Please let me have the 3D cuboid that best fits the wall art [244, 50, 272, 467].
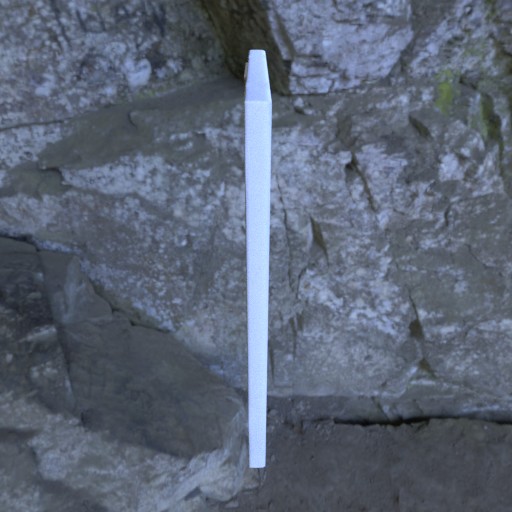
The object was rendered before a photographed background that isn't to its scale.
[{"bbox_3d":[0.000,0.000,1.161,0.048,0.916,0.602,0,32,0],"label":"wall art"}]
